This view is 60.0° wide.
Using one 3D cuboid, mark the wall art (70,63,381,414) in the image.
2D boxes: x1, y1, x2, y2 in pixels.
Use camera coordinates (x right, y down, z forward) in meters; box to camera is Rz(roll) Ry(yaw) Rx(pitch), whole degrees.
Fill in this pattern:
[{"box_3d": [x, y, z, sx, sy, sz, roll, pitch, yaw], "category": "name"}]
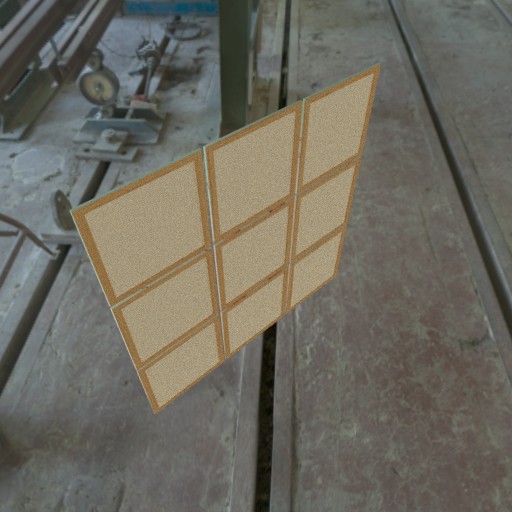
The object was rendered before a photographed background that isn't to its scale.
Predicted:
[{"box_3d": [0.000, 0.000, 2.257, 1.517, 1.523, 0.013, -33, 56, -26], "category": "wall art"}]
